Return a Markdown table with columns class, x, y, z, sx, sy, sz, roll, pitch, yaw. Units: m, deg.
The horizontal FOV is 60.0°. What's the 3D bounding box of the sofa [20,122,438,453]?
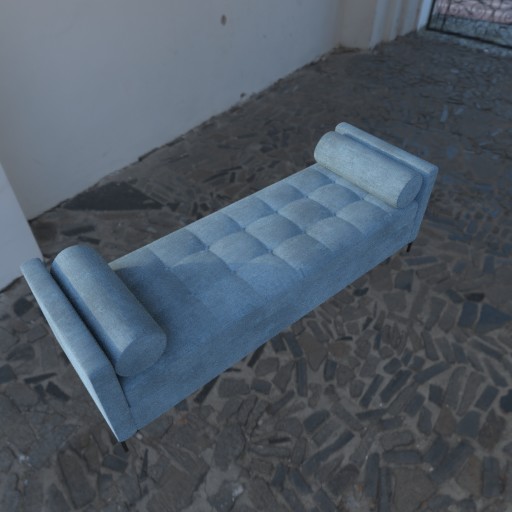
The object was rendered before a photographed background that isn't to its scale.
| class | x | y | z | sx | sy | sz | roll | pitch | yaw |
| --- | --- | --- | --- | --- | --- | --- | --- | --- | --- |
| sofa | 0.000 | 0.000 | 2.295 | 1.981 | 0.635 | 0.686 | -30 | 51 | -27 |
